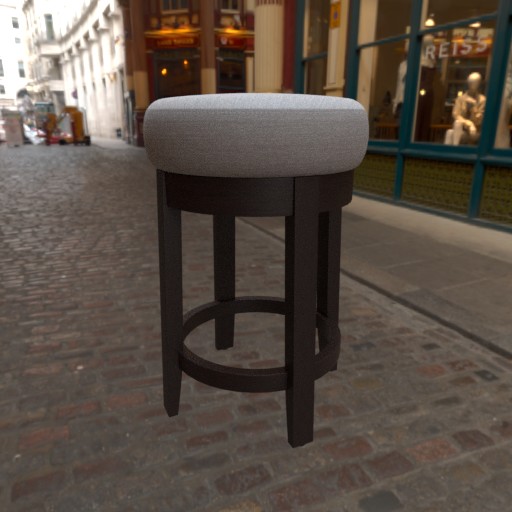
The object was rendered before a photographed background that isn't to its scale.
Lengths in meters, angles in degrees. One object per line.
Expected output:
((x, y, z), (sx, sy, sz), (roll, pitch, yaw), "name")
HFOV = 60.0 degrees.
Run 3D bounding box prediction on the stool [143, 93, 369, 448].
((0.000, 0.000, 0.974), (0.443, 0.672, 0.443), (0, 18, 0), "stool")
